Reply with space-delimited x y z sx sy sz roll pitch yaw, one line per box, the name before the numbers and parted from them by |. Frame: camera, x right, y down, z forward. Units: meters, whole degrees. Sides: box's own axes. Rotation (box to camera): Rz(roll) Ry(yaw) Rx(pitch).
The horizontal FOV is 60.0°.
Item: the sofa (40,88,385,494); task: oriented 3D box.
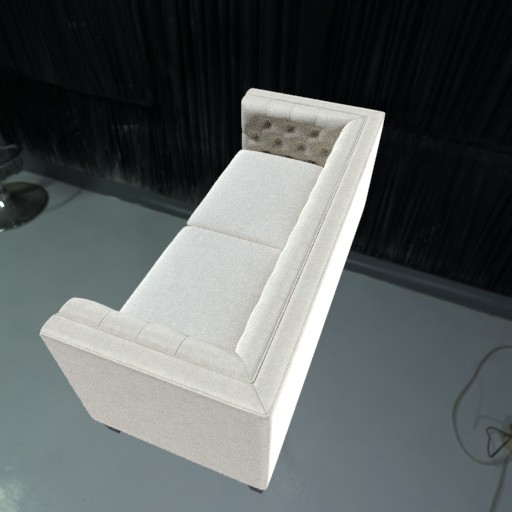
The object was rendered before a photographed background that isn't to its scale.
sofa | 0.000 0.000 2.120 0.775 0.762 1.778 16 48 15
